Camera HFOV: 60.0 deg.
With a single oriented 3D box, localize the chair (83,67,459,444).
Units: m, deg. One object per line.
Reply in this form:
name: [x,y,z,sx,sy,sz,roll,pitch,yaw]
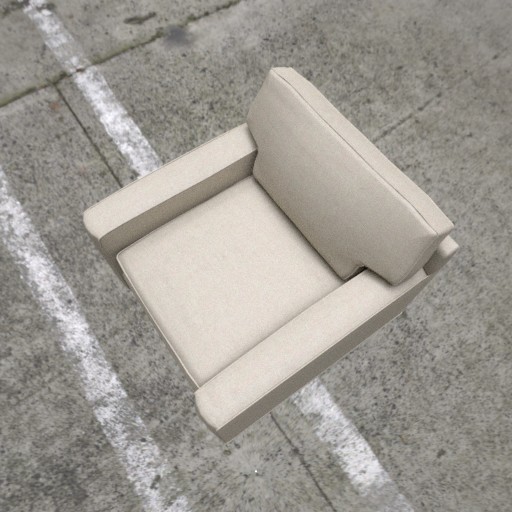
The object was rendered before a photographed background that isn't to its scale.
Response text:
chair: [0.000,0.000,1.829,1.043,0.913,0.998,-32,68,-15]
